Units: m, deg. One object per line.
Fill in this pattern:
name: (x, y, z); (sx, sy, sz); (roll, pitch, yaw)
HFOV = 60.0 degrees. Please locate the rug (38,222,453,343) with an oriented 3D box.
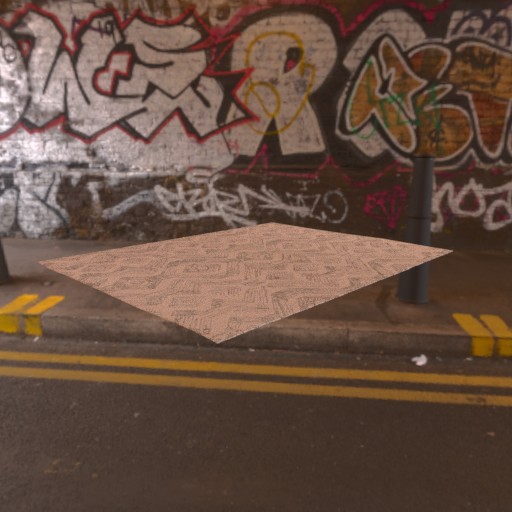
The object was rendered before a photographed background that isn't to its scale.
rug: (0.000, 0.000, 4.135); (2.430, 0.030, 3.054); (13, 19, 43)
